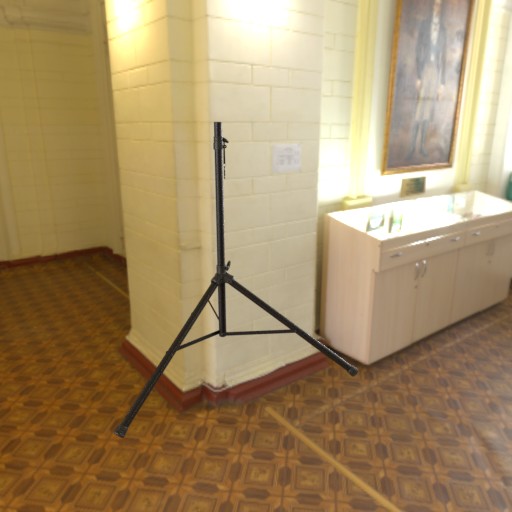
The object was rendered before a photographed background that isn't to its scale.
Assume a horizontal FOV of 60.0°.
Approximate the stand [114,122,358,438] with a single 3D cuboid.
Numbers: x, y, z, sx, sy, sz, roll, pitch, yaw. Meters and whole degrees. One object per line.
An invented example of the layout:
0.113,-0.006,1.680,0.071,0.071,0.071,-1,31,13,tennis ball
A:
0.000,0.000,2.753,1.339,1.595,1.596,2,16,8,stand
